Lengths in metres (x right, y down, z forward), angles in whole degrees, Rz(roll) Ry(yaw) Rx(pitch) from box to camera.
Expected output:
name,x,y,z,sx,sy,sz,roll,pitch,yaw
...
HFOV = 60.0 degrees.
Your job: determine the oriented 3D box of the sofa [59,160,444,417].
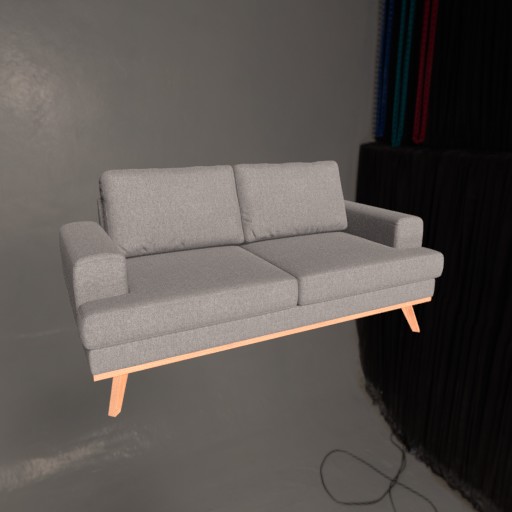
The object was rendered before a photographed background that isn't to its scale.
name,x,y,z,sx,sy,sz,roll,pitch,yaw
sofa,0.000,0.000,2.082,1.650,0.810,0.785,-8,18,-26
